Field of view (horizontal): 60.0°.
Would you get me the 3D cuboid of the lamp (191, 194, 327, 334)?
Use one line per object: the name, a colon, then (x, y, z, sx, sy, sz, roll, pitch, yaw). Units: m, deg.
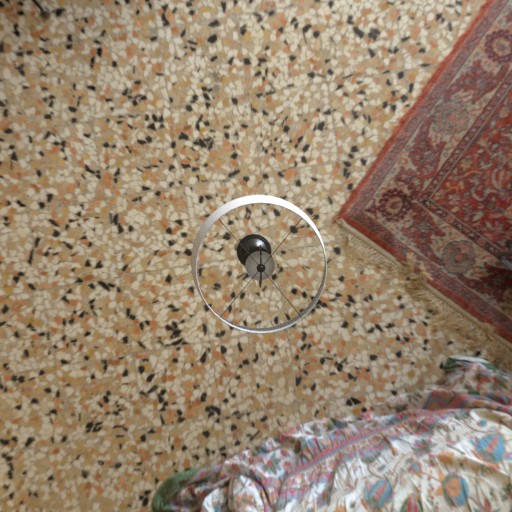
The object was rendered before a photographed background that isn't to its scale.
lamp: (0.000, 0.000, 1.785, 0.379, 1.623, 0.379, 0, 92, -1)
